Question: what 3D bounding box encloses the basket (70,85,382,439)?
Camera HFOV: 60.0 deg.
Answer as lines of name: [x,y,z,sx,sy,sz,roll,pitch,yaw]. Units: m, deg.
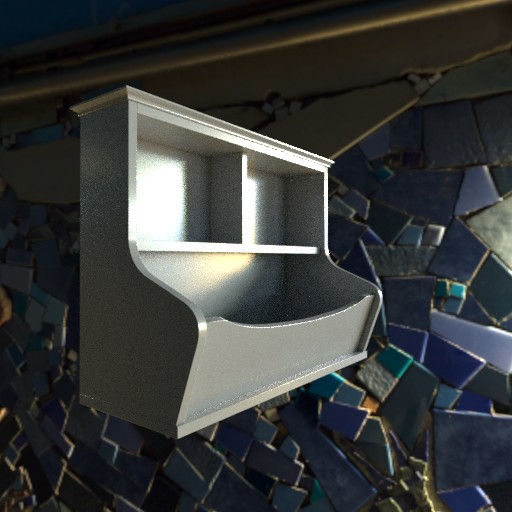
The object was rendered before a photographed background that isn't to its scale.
basket: [0.000,0.000,1.097,0.350,0.600,0.780,0,0,38]
